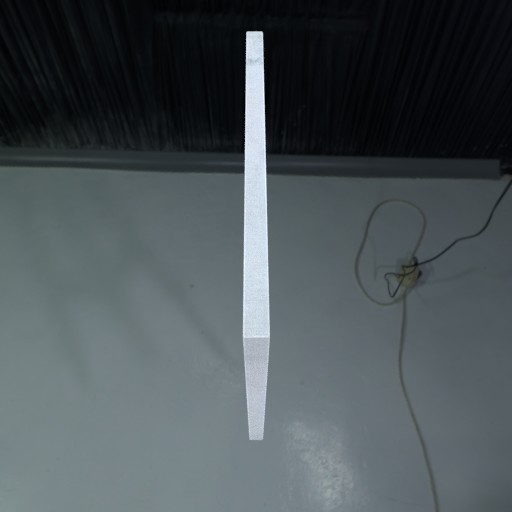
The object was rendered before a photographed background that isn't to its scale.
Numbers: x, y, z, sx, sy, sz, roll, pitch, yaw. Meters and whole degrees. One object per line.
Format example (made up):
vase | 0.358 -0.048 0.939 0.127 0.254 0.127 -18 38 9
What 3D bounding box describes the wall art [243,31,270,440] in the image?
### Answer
wall art | 0.000 0.000 1.152 0.041 0.762 0.762 0 57 0
